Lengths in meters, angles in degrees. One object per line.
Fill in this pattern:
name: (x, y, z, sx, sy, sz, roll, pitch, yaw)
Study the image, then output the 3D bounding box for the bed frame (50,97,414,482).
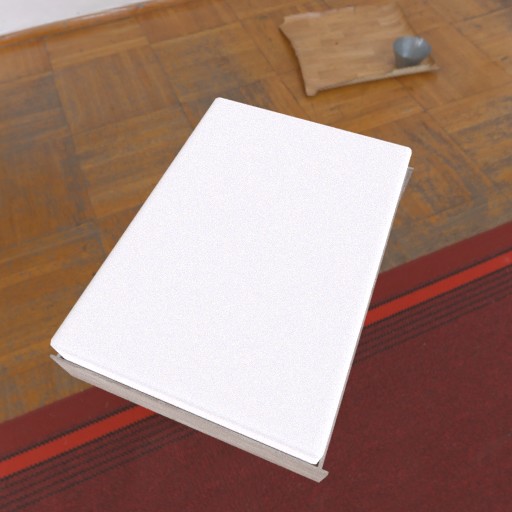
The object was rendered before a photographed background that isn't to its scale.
bed frame: (0.000, 0.000, 2.612, 1.445, 0.497, 1.945, 19, 59, 11)
